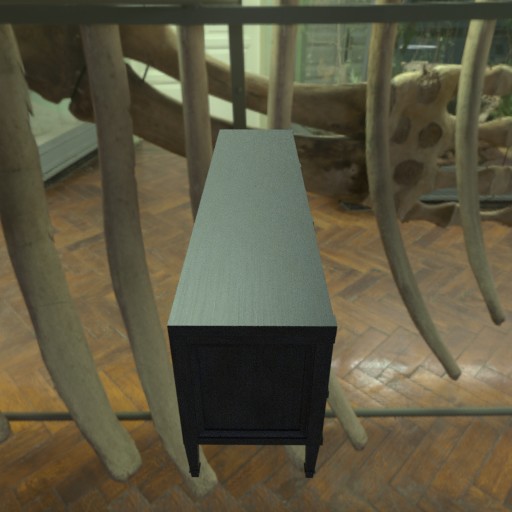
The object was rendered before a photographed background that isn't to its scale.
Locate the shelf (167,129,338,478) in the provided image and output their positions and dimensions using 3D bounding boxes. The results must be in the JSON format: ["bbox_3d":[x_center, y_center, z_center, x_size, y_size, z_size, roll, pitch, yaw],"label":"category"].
[{"bbox_3d":[0.000,0.000,2.187,0.471,0.715,1.878,0,32,0],"label":"shelf"}]
